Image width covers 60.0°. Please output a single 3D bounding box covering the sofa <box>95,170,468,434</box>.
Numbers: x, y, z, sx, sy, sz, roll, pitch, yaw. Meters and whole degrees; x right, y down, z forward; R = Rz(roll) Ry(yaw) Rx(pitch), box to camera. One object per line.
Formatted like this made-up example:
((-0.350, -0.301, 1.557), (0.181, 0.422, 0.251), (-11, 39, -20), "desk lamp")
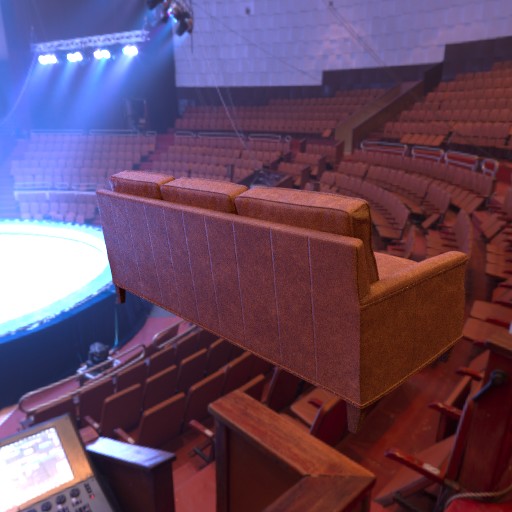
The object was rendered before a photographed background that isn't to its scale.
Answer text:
((0.000, 0.000, 2.798), (1.084, 1.003, 2.246), (-14, 21, -42), "sofa")
